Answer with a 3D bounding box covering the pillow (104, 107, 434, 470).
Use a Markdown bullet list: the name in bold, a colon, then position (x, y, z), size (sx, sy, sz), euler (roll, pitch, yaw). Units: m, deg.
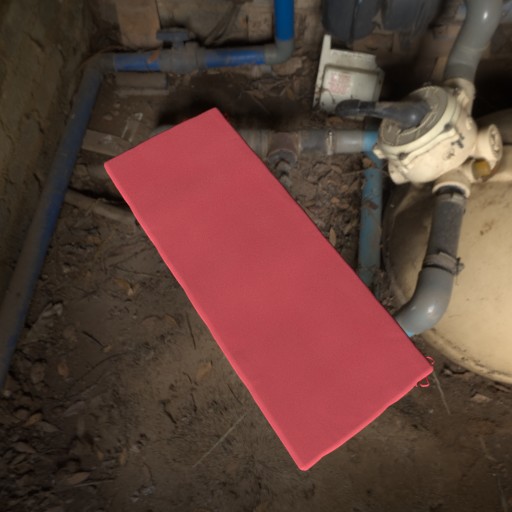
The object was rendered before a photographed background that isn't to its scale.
- **pillow**: position (0.000, 0.000, 1.386), size (0.492, 0.081, 1.187), euler (-32, 69, -14)
